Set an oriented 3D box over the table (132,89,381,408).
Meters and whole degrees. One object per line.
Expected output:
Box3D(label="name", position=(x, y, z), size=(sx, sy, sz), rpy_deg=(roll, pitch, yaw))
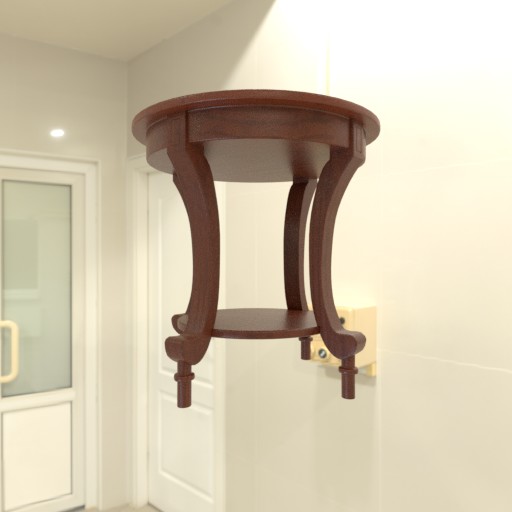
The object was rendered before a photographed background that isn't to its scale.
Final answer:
Box3D(label="table", position=(0.000, 0.000, 1.106), size=(0.597, 0.612, 0.597), rpy_deg=(0, 0, 0))
